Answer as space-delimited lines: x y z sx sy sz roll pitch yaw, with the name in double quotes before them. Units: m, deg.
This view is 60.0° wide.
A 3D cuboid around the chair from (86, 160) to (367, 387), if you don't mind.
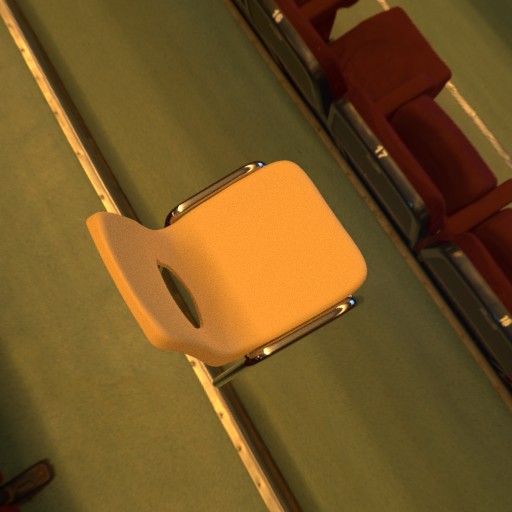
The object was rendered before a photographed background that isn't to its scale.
"chair" 0.000 0.000 0.834 0.423 0.586 0.354 -31 77 -8
